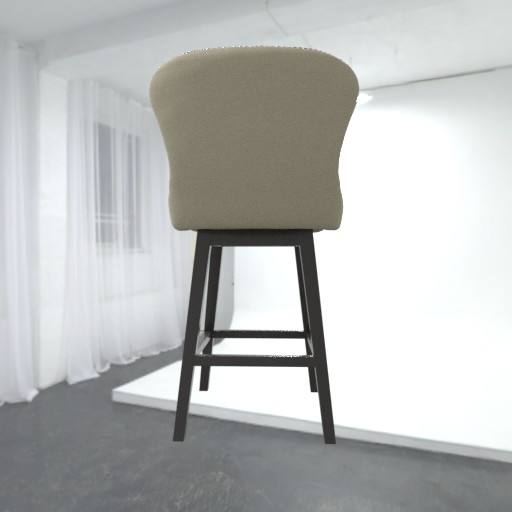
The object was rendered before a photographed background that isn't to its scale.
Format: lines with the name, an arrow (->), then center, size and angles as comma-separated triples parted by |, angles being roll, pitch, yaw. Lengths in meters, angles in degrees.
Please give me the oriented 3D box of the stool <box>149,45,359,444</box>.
stool -> 0.000, 0.000, 1.298 | 0.528, 0.971, 0.593 | 0, 1, 2
